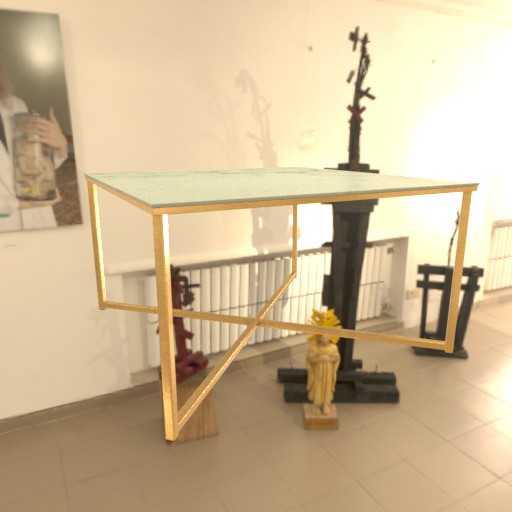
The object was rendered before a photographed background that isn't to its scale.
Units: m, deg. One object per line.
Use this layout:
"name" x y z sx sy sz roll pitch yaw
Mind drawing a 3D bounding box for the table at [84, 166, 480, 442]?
"table" 0.000 0.000 1.284 0.800 0.450 0.800 -8 16 -27
